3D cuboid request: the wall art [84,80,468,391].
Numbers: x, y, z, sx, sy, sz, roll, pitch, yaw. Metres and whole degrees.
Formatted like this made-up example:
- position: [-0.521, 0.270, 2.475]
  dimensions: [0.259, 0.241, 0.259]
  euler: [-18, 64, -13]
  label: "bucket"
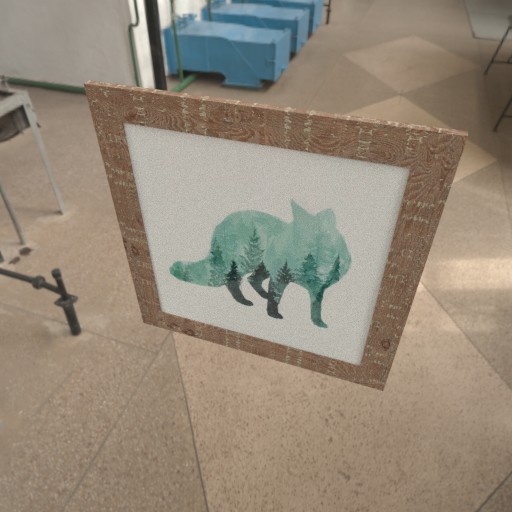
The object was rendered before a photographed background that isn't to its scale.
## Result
- position: [0.000, 0.000, 0.552]
  dimensions: [0.384, 0.384, 0.012]
  euler: [13, 42, 14]
  label: "wall art"
